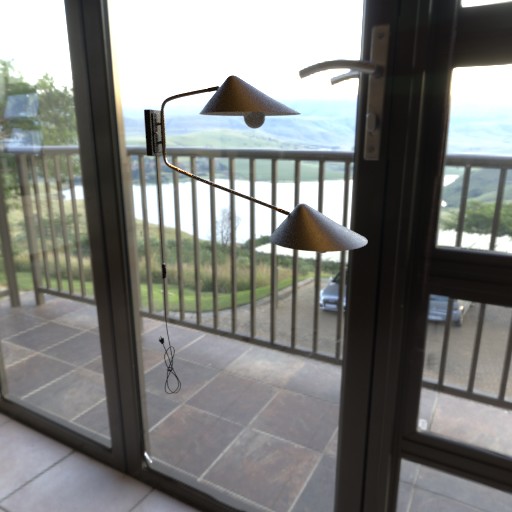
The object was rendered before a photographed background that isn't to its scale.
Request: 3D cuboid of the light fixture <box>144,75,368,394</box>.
[{"bbox_3d":[0.000,0.000,0.871,0.422,0.665,0.189,3,16,11],"label":"light fixture"}]
